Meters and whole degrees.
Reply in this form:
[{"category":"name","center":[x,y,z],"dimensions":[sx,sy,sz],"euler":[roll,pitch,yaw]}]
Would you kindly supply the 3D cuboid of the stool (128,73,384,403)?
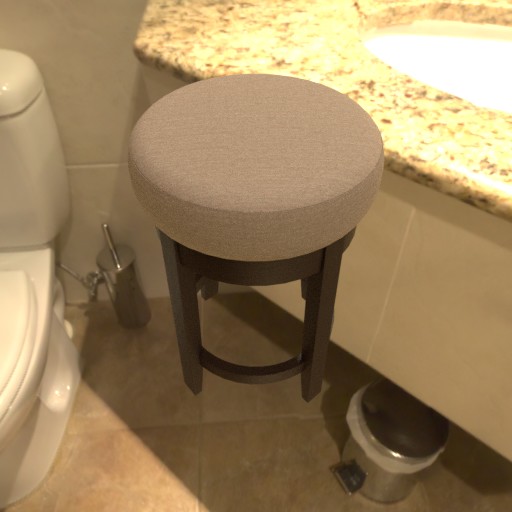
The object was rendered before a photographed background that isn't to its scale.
[{"category":"stool","center":[0.000,0.000,0.976],"dimensions":[0.443,0.672,0.443],"euler":[0,46,0]}]
